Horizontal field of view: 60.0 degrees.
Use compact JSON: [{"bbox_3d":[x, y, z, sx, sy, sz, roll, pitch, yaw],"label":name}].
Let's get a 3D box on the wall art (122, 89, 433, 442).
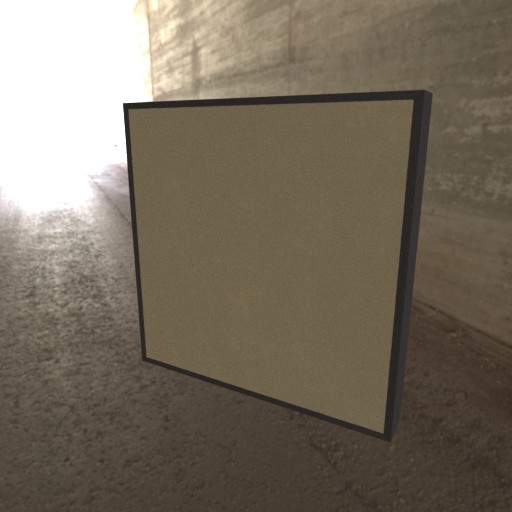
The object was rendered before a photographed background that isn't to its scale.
[{"bbox_3d":[0.000,0.000,0.448,0.302,0.300,0.036,9,18,29],"label":"wall art"}]
